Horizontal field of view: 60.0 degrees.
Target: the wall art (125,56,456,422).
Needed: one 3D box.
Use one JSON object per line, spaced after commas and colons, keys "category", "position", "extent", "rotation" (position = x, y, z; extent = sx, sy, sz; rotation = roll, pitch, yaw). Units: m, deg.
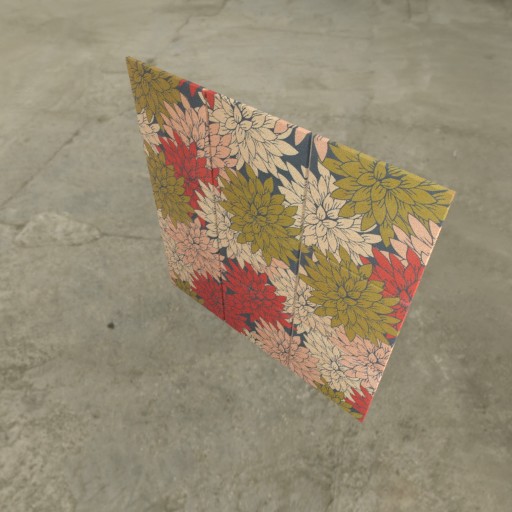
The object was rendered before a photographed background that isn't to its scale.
{"category": "wall art", "position": [0.000, 0.000, 1.298], "extent": [0.904, 0.913, 0.013], "rotation": [32, 53, 27]}
